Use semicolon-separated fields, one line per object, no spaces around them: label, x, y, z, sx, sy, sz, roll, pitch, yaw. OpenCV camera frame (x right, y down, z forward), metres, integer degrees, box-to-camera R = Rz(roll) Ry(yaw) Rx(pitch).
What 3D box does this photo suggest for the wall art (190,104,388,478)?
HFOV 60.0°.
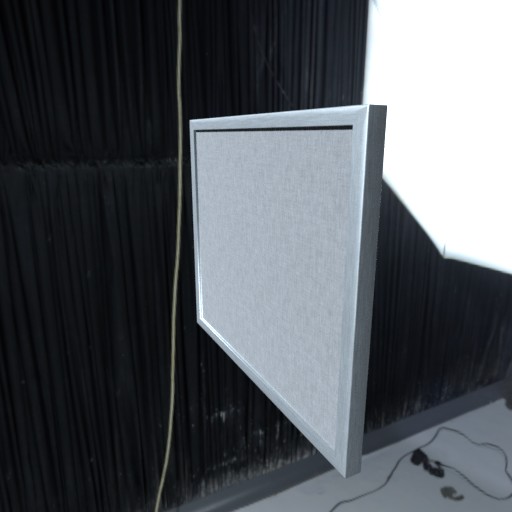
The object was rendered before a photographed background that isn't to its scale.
wall art;0.000;0.000;0.754;0.028;0.457;0.556;-8;17;-26
